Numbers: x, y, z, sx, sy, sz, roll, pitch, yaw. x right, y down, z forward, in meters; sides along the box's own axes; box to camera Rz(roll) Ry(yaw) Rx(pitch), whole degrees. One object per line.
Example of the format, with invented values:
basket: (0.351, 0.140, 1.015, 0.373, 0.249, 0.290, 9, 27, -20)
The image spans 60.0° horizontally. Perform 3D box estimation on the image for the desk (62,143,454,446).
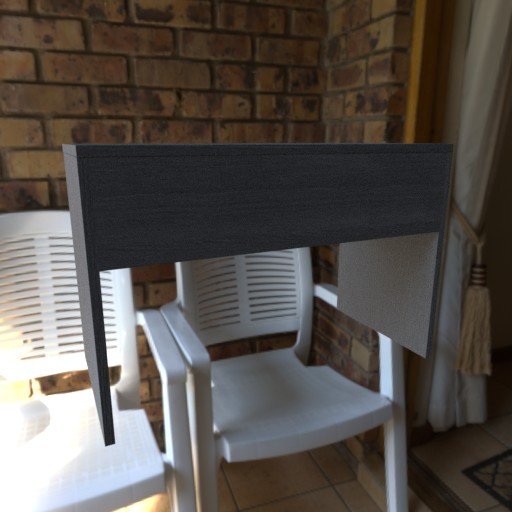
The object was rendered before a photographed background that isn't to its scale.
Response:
desk: (0.000, 0.000, 1.486, 1.099, 0.729, 0.557, -7, 16, -25)
